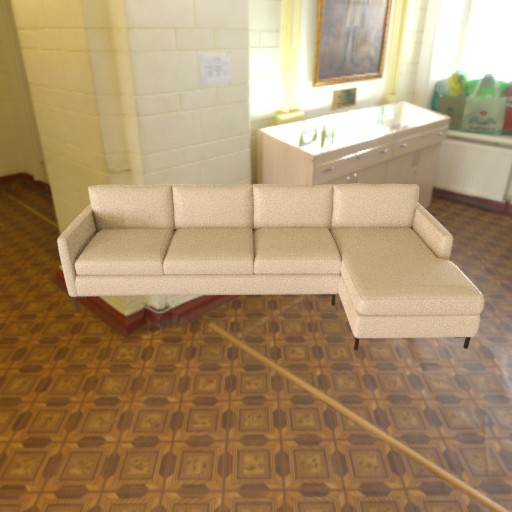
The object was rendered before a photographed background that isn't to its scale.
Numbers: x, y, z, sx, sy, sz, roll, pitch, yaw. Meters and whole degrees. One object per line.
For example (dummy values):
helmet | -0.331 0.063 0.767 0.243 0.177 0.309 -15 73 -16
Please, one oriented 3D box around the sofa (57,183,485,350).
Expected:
sofa | 0.000 0.000 3.151 2.731 0.755 1.258 0 26 -1
